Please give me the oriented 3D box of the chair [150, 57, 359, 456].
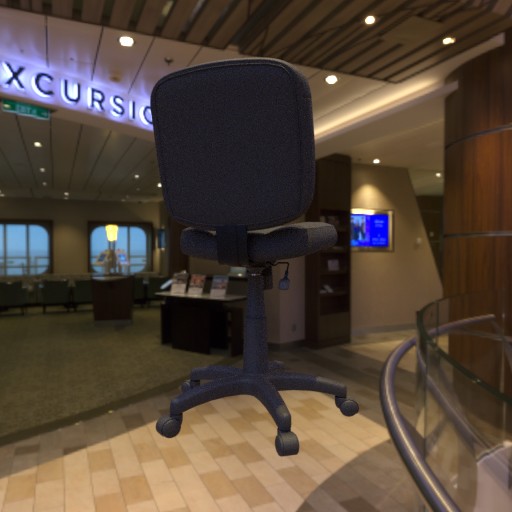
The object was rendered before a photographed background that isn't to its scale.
[{"bbox_3d":[0.000,0.000,1.367,0.610,0.972,0.610,0,1,20],"label":"chair"}]
